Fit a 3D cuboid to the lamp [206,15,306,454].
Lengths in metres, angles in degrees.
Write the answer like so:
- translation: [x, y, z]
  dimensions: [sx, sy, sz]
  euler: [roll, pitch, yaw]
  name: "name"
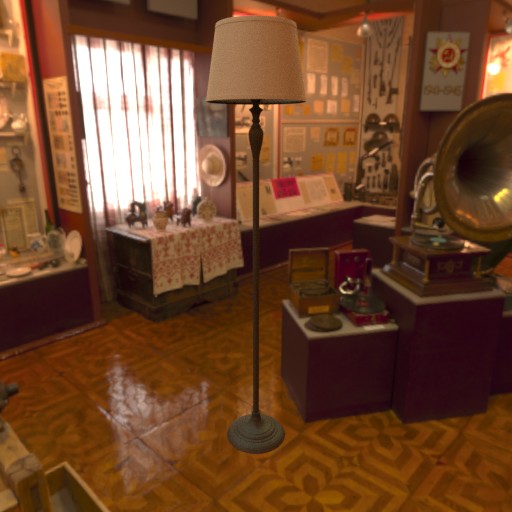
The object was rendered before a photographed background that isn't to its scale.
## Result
- translation: [0.000, 0.000, 1.598]
  dimensions: [0.327, 1.506, 0.327]
  euler: [-15, 22, -42]
  name: "lamp"
